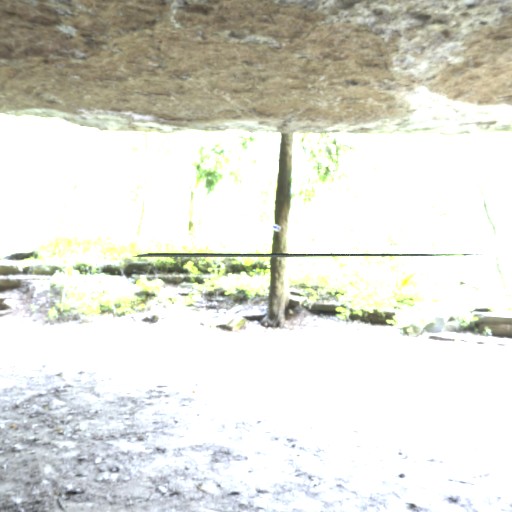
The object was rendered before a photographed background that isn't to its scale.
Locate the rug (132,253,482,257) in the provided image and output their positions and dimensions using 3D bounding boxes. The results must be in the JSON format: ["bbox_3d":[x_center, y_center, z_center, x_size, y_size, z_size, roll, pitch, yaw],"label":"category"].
[{"bbox_3d":[0.000,0.000,2.921,1.522,0.008,2.284,0,0,-17],"label":"rug"}]
